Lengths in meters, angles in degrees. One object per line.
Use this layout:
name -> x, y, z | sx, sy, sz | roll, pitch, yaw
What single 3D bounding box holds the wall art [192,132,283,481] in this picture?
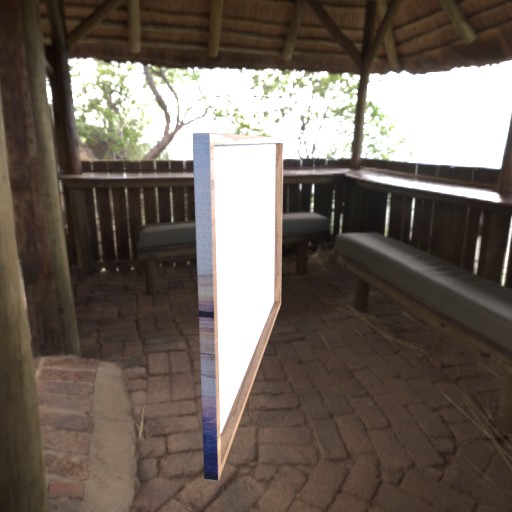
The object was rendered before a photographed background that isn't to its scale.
wall art -> 0.000, 0.000, 1.446 | 0.034, 0.756, 1.137 | 3, 15, 10
